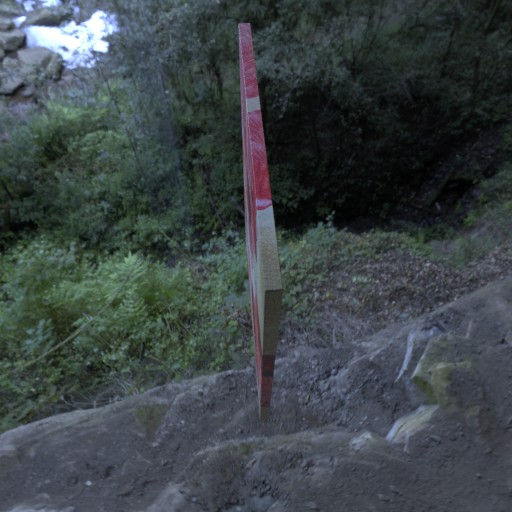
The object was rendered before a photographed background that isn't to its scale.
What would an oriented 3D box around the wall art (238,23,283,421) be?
[{"bbox_3d":[0.000,0.000,1.355,0.031,1.015,0.762,-4,59,-2],"label":"wall art"}]
